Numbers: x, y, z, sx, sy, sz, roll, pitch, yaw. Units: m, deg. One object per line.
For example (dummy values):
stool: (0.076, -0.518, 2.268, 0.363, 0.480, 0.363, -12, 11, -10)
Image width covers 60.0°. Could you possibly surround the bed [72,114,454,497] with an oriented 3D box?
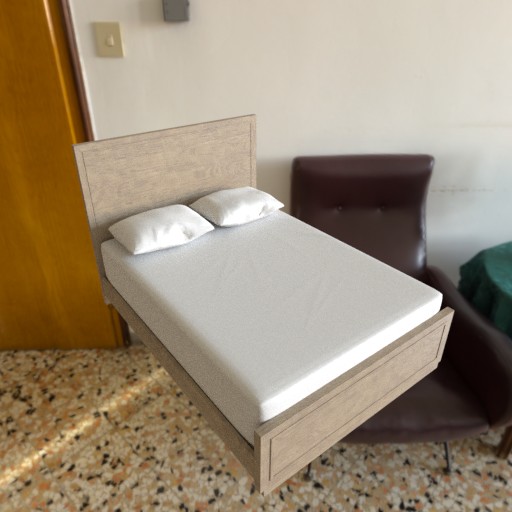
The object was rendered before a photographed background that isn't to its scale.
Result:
bed: (0.000, 0.000, 3.137, 1.606, 1.369, 2.189, -21, 36, -32)
